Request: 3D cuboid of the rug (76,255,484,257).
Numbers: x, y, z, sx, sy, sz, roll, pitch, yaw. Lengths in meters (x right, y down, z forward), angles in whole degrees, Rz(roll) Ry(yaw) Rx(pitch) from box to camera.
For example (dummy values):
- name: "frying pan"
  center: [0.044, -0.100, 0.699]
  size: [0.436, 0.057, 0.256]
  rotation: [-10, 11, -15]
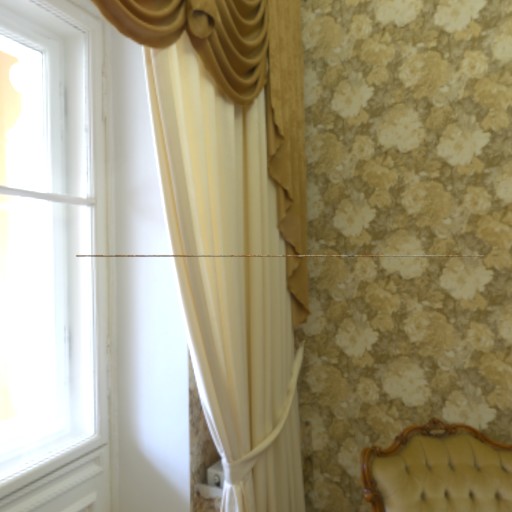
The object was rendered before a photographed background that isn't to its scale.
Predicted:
- name: "rug"
  center: [0.000, 0.000, 4.225]
  size: [3.048, 0.010, 2.439]
  rotation: [0, 0, -19]
